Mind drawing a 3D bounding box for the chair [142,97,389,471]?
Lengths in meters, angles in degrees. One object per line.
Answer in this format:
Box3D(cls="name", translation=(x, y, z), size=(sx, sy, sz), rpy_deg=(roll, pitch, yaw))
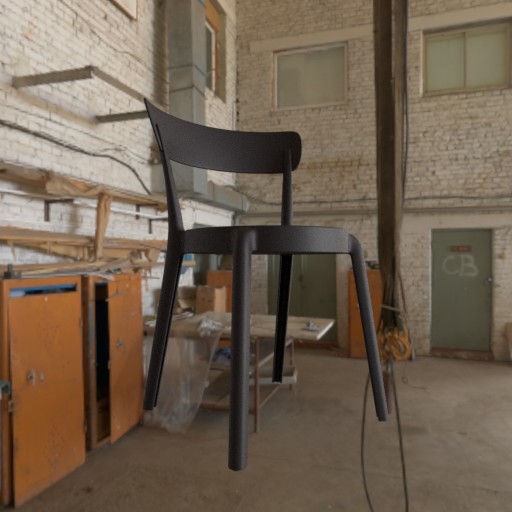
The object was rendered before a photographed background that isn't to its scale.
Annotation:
Box3D(cls="chair", translation=(0.000, 0.000, 1.131), size=(0.506, 0.790, 0.491), rpy_deg=(0, -1, -36))
